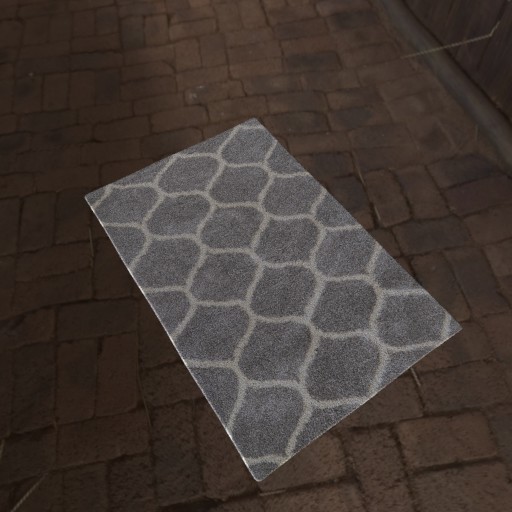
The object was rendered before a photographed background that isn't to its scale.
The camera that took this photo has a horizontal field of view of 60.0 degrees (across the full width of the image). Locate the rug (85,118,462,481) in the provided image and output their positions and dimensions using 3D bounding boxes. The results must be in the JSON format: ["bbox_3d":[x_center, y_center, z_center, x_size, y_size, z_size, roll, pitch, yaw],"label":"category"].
[{"bbox_3d":[0.000,0.000,3.537,1.801,0.026,2.701,-30,62,-17],"label":"rug"}]
